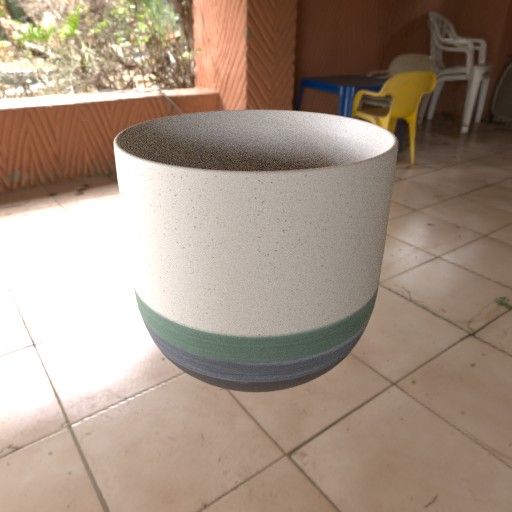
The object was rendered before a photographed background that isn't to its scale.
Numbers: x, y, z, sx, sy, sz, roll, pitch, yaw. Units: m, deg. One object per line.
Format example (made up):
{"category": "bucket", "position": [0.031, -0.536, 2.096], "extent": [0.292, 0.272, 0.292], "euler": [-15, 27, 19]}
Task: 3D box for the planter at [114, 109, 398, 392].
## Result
{"category": "planter", "position": [0.000, 0.000, 0.491], "extent": [0.268, 0.270, 0.268], "euler": [0, 27, 0]}
